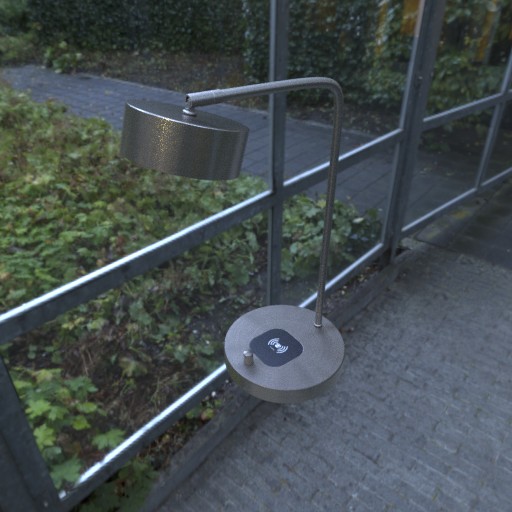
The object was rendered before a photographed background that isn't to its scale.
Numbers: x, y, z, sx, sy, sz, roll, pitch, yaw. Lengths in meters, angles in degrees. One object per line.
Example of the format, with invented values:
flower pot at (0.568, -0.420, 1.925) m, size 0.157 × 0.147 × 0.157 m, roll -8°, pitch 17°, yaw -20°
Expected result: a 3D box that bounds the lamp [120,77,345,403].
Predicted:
lamp at (0.000, 0.000, 0.635) m, size 0.334 × 0.469 × 0.211 m, roll -21°, pitch 38°, yaw -30°
